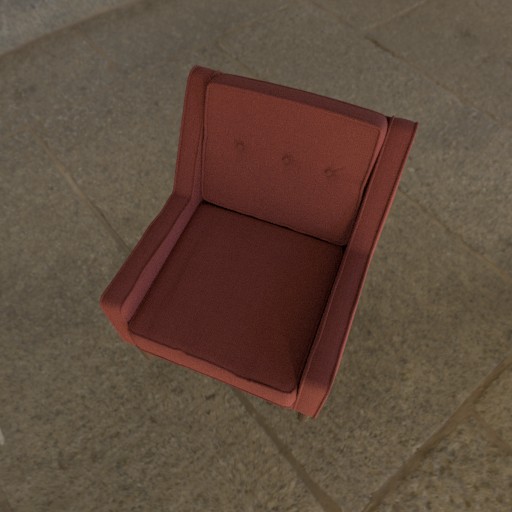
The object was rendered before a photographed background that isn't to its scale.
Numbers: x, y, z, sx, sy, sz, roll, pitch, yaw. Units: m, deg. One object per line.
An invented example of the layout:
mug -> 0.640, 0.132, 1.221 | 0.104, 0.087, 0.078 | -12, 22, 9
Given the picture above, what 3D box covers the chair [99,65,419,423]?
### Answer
chair -> 0.000, 0.000, 1.397 | 0.680, 0.812, 0.770 | 19, 61, 11
